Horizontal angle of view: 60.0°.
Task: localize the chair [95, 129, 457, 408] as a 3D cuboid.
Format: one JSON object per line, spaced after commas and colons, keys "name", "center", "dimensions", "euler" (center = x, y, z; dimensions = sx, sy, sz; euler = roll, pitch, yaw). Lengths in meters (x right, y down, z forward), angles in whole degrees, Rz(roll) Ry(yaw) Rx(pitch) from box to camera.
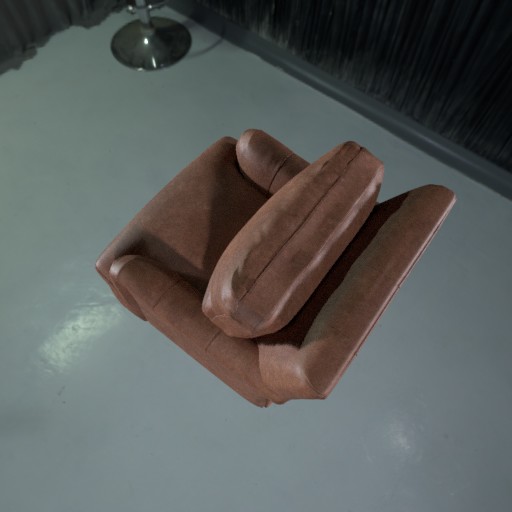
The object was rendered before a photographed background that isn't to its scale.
{"name": "chair", "center": [0.000, 0.000, 1.974], "dimensions": [1.158, 1.055, 0.986], "euler": [34, 68, 16]}
